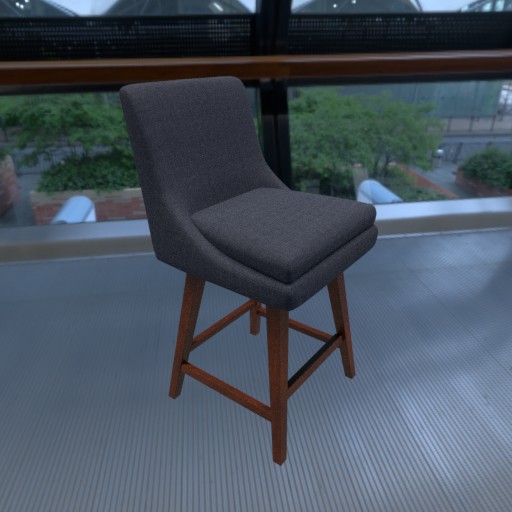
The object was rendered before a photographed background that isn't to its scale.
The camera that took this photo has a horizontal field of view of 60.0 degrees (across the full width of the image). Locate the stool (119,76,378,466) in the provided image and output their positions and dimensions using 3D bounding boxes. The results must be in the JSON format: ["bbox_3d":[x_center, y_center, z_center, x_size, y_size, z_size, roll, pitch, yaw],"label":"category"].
[{"bbox_3d":[0.000,0.000,1.230,0.524,0.895,0.467,18,31,33],"label":"stool"}]
